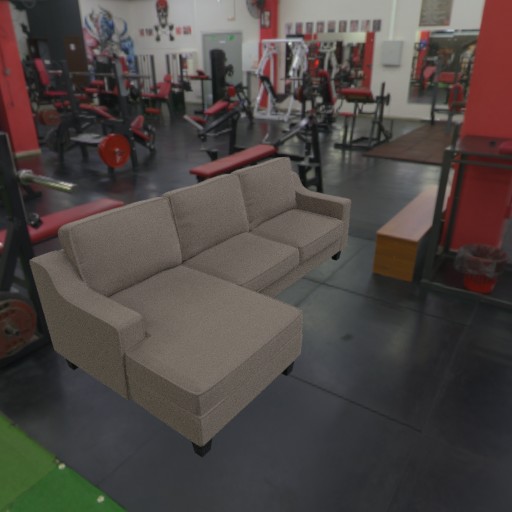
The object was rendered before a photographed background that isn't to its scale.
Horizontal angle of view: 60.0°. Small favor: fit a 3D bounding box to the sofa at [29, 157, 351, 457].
[{"bbox_3d":[0.000,0.000,3.183,1.294,0.928,2.561,18,30,33],"label":"sofa"}]
